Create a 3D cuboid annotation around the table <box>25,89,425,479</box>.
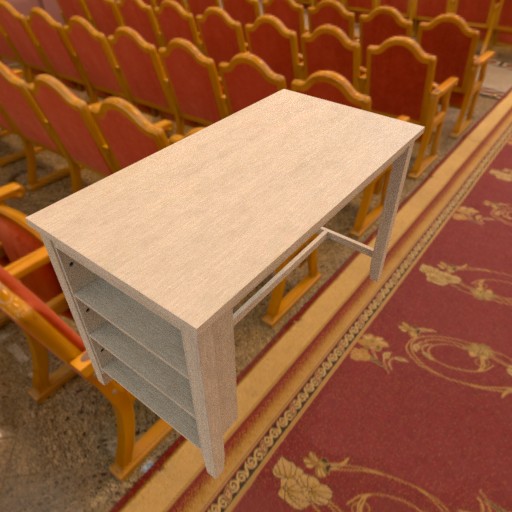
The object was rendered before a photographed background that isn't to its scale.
[{"bbox_3d":[0.000,0.000,1.908,0.729,0.874,1.397,27,47,28],"label":"table"}]
